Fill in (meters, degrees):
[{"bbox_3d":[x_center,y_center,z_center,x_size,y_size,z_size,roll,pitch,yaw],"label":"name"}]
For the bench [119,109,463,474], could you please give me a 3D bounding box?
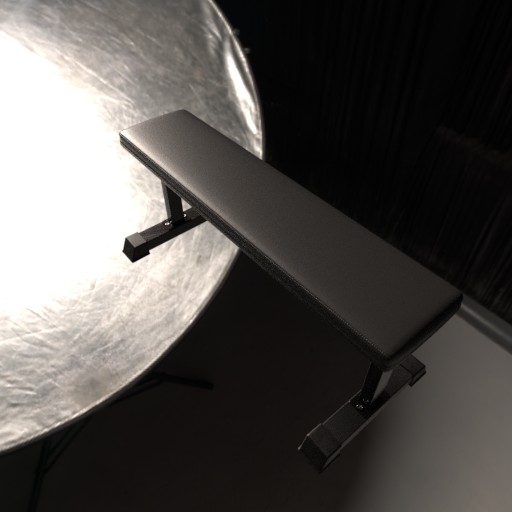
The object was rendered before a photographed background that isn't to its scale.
[{"bbox_3d":[0.000,0.000,1.294,0.439,0.453,1.072,-31,53,-27],"label":"bench"}]
